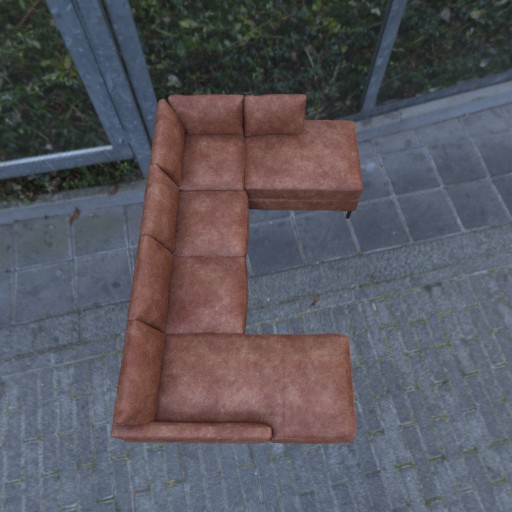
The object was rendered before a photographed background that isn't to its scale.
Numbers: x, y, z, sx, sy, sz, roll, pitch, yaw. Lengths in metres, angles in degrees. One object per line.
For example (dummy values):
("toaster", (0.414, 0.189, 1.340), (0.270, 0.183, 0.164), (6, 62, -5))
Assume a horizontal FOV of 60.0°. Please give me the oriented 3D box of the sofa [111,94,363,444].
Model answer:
("sofa", (0.000, 0.000, 3.794), (1.939, 0.900, 2.956), (0, 64, 0))
